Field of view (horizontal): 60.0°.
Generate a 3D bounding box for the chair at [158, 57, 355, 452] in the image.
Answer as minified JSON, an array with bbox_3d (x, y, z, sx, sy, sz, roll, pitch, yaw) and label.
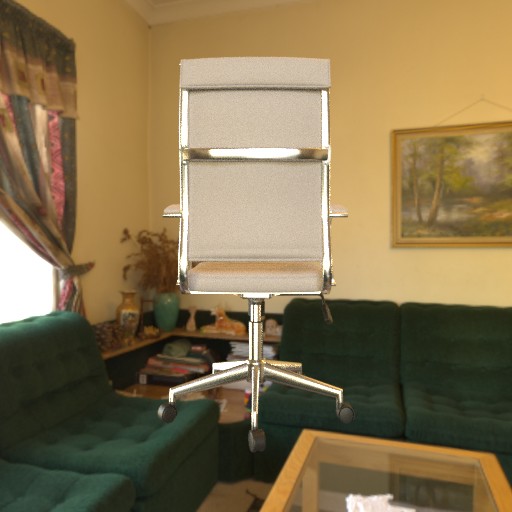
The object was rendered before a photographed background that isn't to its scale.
[{"bbox_3d":[0.000,0.000,1.594,0.679,1.149,0.667,0,1,0],"label":"chair"}]
